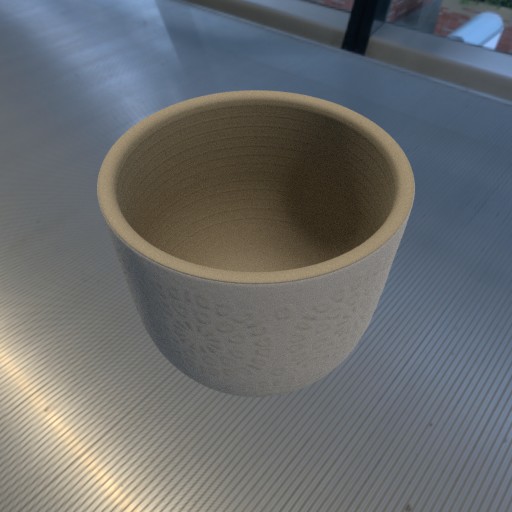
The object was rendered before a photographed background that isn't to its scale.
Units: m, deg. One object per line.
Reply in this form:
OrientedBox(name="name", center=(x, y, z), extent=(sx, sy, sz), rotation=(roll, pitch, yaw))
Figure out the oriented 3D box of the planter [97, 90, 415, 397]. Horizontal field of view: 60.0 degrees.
OrientedBox(name="planter", center=(0.000, 0.000, 0.217), extent=(0.124, 0.109, 0.124), rotation=(0, 47, 0))
